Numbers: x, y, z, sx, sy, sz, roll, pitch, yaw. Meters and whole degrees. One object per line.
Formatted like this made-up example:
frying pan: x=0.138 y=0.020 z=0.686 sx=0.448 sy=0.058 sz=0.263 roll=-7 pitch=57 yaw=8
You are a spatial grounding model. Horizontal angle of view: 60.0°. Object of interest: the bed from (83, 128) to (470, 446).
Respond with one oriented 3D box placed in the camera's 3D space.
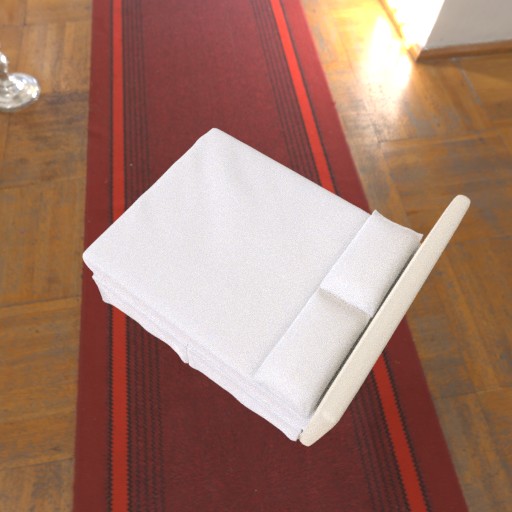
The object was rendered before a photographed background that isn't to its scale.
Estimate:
bed: x=0.000 y=0.000 z=3.298 sx=2.147 sy=1.330 sz=1.714 roll=33 pitch=67 yaw=16
